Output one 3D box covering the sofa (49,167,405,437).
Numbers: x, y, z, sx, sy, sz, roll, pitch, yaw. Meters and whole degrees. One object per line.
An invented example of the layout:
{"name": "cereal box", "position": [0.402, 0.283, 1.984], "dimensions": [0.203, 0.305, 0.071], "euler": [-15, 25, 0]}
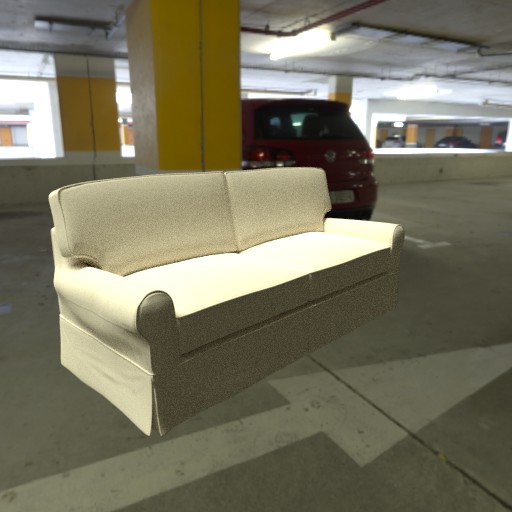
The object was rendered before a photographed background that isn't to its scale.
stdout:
{"name": "sofa", "position": [0.000, 0.000, 2.523], "dimensions": [0.862, 0.937, 2.021], "euler": [14, 20, 43]}
